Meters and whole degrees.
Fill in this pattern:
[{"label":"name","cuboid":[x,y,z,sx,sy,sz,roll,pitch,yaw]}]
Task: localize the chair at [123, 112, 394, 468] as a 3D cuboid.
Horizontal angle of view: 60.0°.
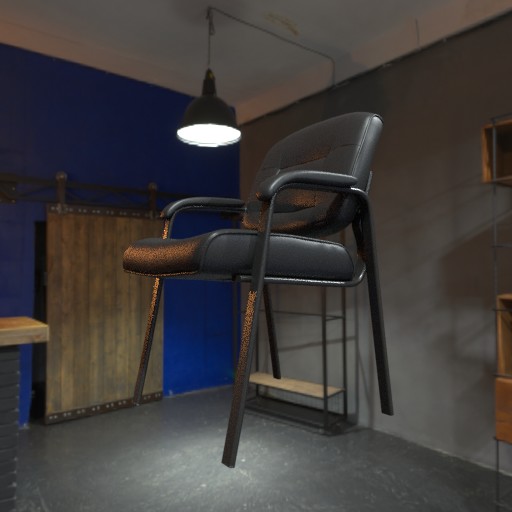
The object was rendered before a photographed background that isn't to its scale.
[{"label":"chair","cuboid":[0.000,0.000,1.317,0.668,0.910,0.591,1,-2,-37]}]
